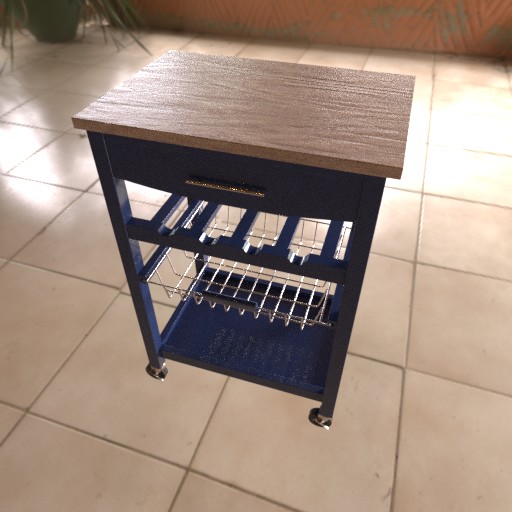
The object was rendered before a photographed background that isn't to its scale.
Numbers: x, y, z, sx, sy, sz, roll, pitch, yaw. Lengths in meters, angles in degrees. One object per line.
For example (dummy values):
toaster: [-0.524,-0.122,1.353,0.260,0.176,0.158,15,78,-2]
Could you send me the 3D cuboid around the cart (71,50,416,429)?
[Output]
cart: [0.000,0.000,1.141,0.584,0.839,0.403,12,43,13]
